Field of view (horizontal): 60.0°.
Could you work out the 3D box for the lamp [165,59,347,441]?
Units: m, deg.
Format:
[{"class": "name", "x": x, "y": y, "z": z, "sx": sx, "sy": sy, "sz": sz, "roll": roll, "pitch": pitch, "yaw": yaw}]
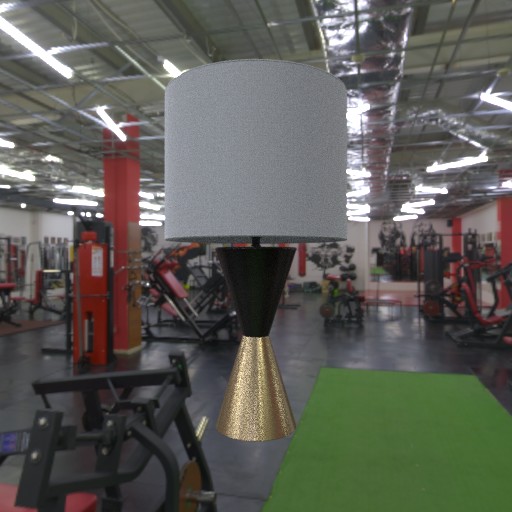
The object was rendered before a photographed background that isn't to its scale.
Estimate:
[{"class": "lamp", "x": 0.000, "y": 0.000, "z": 0.753, "sx": 0.304, "sy": 0.573, "sz": 0.304, "roll": 0, "pitch": 0, "yaw": 17}]
